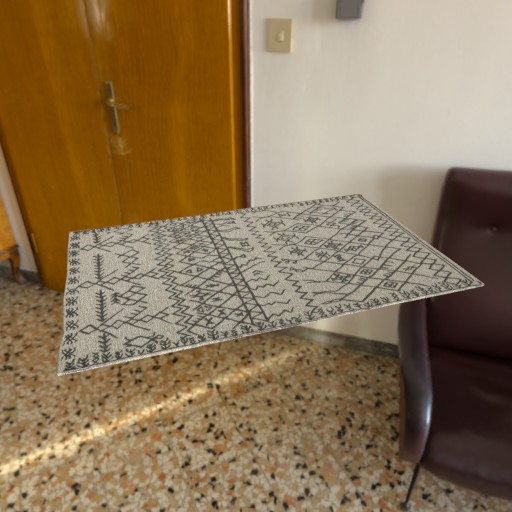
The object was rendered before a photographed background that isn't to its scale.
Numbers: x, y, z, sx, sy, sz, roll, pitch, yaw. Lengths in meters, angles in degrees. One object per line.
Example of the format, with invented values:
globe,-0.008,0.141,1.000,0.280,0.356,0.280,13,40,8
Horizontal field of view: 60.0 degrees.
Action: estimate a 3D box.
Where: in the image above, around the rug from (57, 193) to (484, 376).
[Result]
rug,0.000,0.000,4.715,3.824,0.019,2.393,-9,32,-15
